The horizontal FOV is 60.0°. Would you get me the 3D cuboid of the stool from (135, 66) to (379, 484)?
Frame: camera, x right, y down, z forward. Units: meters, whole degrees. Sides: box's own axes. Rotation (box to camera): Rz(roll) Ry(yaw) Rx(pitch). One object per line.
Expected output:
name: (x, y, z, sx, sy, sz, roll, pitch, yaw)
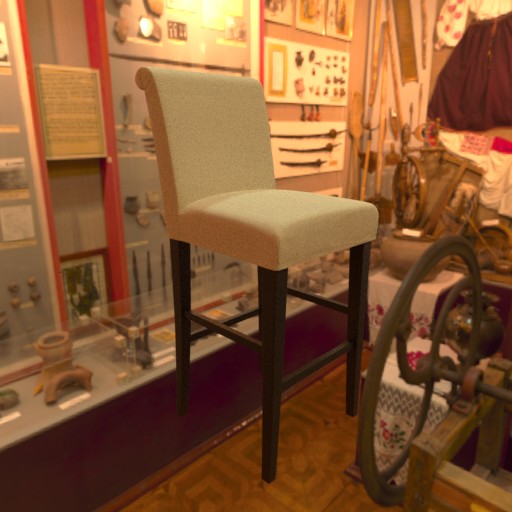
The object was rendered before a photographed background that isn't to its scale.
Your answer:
stool: (0.000, 0.000, 1.410, 0.452, 1.124, 0.597, -15, 22, -43)
